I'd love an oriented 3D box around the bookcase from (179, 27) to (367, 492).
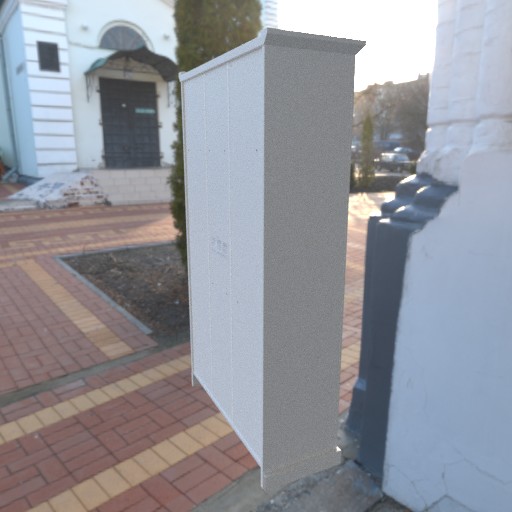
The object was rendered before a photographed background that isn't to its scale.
[{"bbox_3d":[0.000,0.000,2.283,0.432,1.880,1.050,-7,15,-25],"label":"bookcase"}]
